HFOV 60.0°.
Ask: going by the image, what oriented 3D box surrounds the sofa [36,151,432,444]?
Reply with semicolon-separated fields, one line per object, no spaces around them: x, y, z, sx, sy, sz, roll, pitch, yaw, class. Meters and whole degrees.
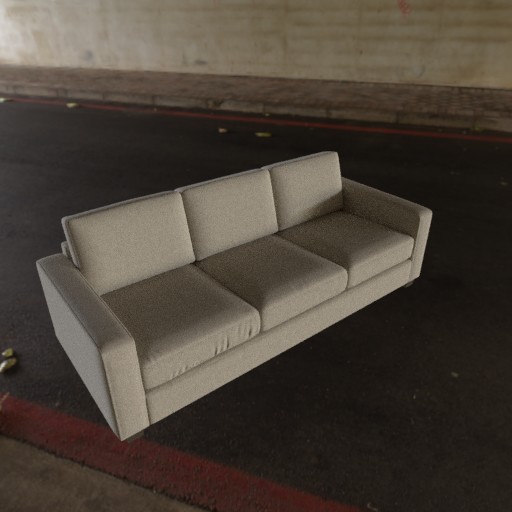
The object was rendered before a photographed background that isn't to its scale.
0.000;0.000;2.588;2.160;0.800;0.900;-21;36;-32;sofa
